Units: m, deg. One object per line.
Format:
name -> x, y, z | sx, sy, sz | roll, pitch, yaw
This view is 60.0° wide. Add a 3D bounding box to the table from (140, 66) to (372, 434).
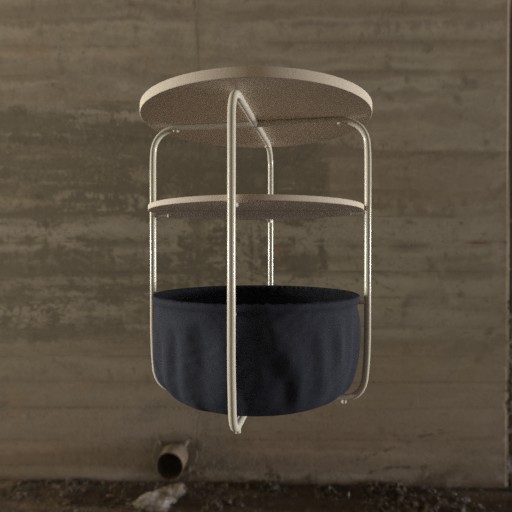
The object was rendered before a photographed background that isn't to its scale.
table -> 0.000, 0.000, 0.827 | 0.418, 0.532, 0.418 | 0, 1, -35
